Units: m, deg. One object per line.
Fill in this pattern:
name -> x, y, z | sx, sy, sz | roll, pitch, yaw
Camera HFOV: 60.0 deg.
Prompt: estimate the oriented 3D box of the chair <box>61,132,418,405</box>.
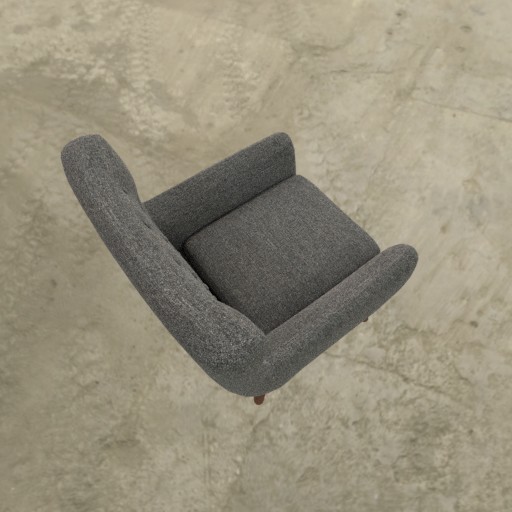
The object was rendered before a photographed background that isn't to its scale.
chair -> 0.000, 0.000, 1.719 | 0.940, 1.039, 0.889 | -33, 64, -18
